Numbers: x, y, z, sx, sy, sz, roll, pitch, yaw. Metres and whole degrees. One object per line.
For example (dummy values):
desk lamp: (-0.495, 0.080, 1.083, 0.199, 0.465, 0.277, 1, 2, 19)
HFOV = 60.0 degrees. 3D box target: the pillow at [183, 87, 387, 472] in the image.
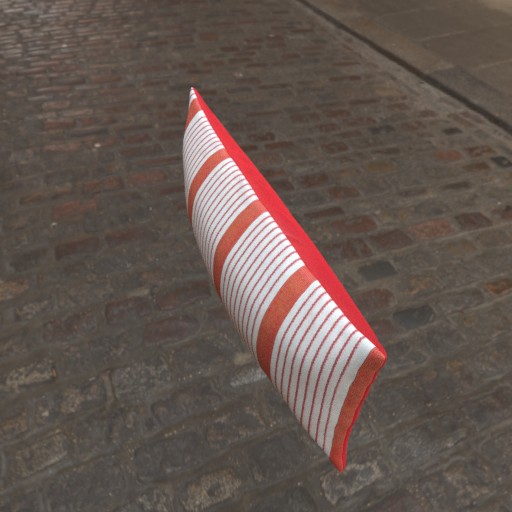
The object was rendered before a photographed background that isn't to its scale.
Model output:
pillow: (0.000, 0.000, 0.708, 0.151, 0.297, 0.608, -17, 48, -16)
